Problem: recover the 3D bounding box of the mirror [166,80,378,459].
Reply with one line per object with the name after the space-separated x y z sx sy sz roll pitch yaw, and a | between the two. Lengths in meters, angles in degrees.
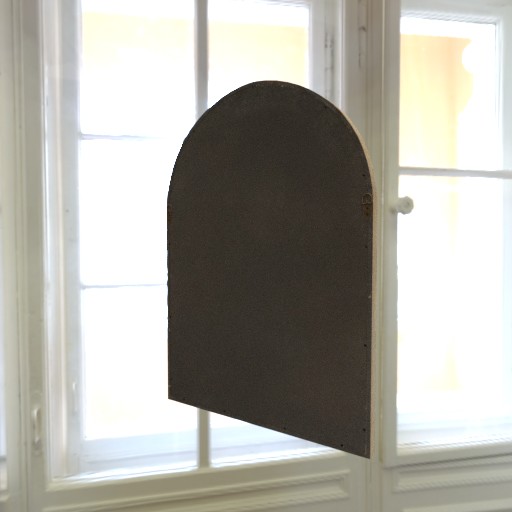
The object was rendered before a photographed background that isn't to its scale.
0.000 0.000 1.200 0.660 0.920 0.032 2 3 35 | mirror
